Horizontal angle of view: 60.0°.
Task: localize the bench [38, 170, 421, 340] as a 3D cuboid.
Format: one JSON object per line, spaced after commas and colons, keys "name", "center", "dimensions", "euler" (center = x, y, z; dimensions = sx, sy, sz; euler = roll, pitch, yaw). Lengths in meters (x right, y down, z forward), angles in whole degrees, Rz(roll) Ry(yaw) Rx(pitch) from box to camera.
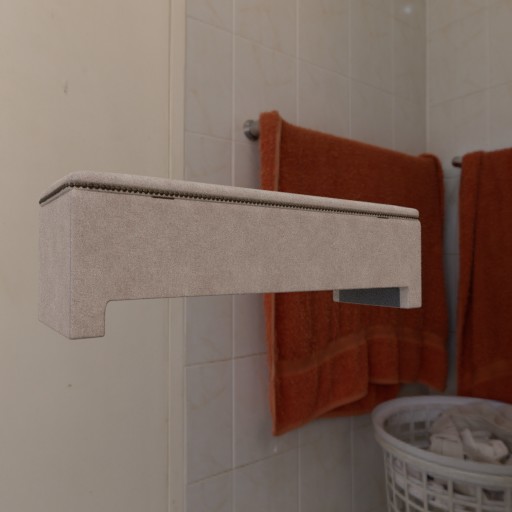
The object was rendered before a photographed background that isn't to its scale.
{"name": "bench", "center": [0.000, 0.000, 1.723], "dimensions": [1.482, 0.447, 0.470], "euler": [1, -1, -35]}
